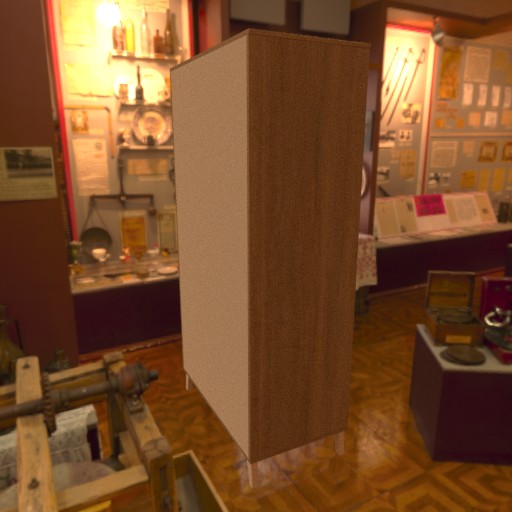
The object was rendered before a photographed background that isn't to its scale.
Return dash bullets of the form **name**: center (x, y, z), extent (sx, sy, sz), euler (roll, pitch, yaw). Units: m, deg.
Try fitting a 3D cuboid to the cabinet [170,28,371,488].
- **cabinet**: center (0.000, 0.000, 2.416), extent (0.571, 1.999, 1.006), euler (-7, 16, -26)
